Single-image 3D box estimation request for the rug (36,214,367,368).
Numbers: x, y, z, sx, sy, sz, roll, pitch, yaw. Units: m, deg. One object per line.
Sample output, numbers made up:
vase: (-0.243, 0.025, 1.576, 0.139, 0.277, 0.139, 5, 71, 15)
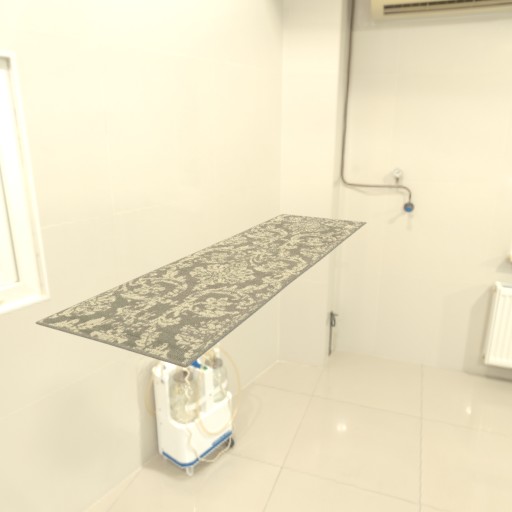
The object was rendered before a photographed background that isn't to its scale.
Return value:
rug: (0.000, 0.000, 2.382, 0.662, 0.011, 2.196, 8, 19, 26)
